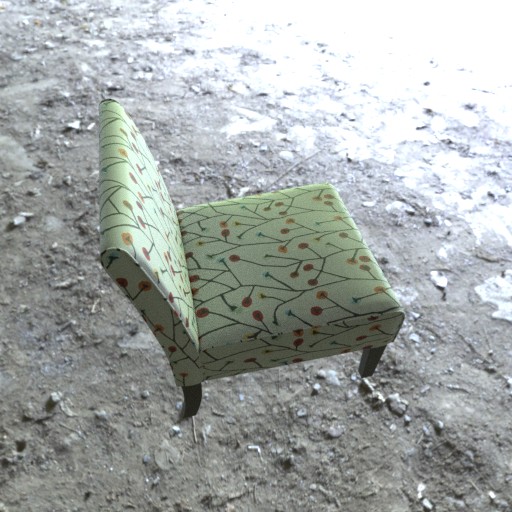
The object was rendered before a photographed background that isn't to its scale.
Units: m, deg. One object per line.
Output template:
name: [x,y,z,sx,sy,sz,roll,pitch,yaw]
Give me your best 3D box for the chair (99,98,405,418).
chair: [0.000,0.000,1.341,0.732,0.813,0.597,-10,49,-9]
